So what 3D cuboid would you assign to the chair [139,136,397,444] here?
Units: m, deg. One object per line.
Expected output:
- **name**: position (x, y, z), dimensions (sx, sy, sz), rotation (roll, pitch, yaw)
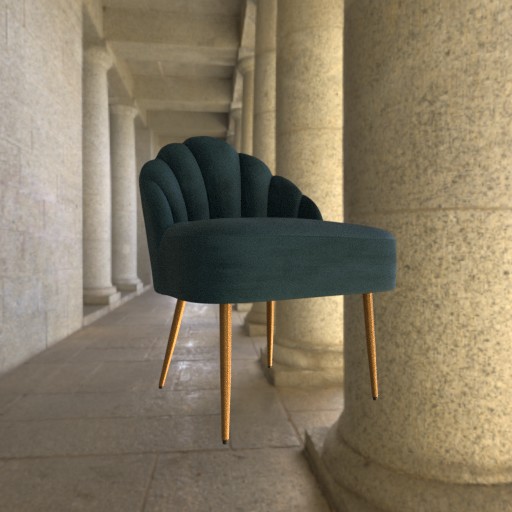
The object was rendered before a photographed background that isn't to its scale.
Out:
- **chair**: position (0.000, 0.000, 1.307), dimensions (0.657, 0.819, 0.599), rotation (0, 1, -35)
